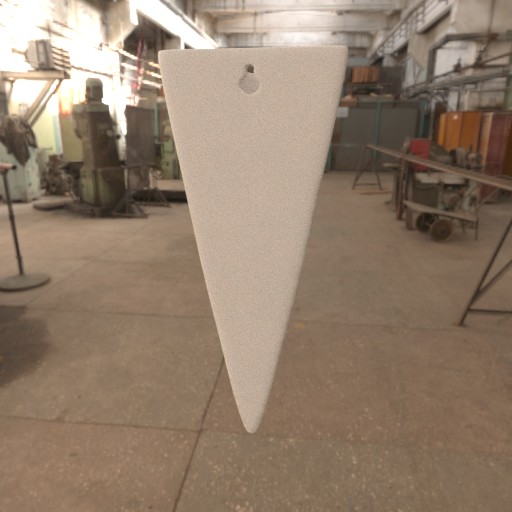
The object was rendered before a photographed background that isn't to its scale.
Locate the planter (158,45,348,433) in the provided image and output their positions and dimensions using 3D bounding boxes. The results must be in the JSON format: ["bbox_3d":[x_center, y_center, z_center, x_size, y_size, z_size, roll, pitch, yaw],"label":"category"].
[{"bbox_3d":[0.000,0.000,0.403,0.143,0.338,0.065,2,17,8],"label":"planter"}]
